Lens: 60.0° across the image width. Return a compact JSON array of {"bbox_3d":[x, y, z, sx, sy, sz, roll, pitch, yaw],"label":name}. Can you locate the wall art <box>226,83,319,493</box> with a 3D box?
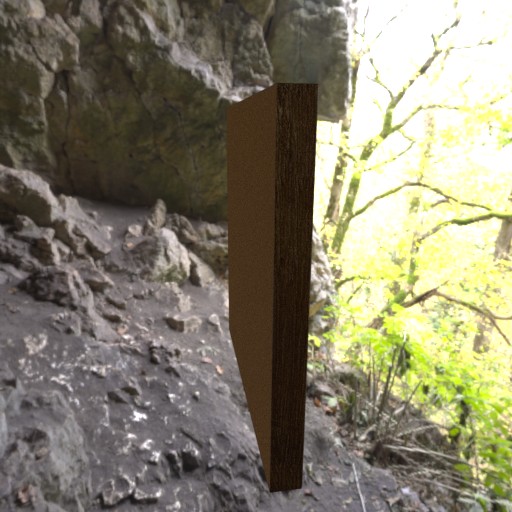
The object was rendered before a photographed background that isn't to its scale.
[{"bbox_3d":[0.000,0.000,0.605,0.039,0.403,0.406,-3,16,-9],"label":"wall art"}]
